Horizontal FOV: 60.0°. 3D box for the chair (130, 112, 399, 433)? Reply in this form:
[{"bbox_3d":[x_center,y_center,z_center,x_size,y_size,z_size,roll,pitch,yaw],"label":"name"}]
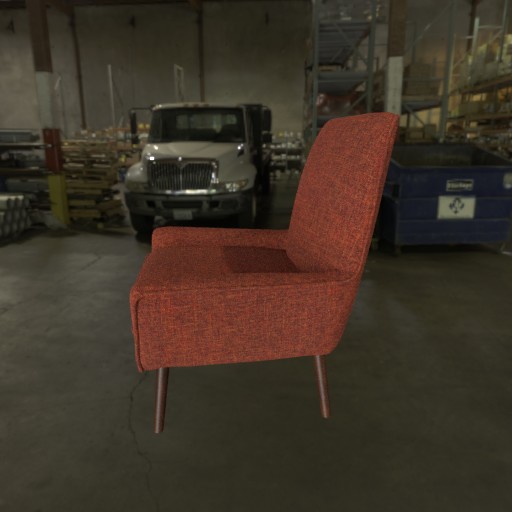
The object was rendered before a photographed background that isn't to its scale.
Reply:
[{"bbox_3d":[0.000,0.000,1.501,0.784,0.911,0.803,-2,15,-8],"label":"chair"}]
